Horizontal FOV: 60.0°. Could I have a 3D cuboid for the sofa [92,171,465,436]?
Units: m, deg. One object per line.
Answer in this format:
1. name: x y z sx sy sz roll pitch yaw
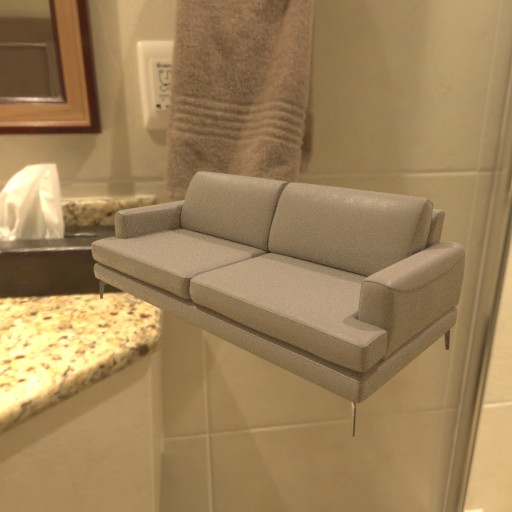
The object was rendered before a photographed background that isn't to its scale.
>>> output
1. sofa: 0.000 0.000 2.438 1.940 0.765 0.974 16 23 41
